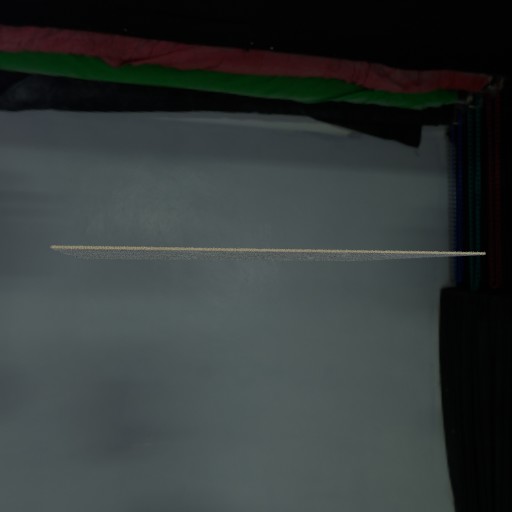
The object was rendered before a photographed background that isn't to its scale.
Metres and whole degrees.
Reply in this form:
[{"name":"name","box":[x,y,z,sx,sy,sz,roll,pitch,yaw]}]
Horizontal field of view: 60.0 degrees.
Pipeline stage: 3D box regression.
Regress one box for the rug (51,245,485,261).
[{"name":"rug","box":[0.000,0.000,2.927,2.290,0.014,1.526,1,-2,-17]}]
